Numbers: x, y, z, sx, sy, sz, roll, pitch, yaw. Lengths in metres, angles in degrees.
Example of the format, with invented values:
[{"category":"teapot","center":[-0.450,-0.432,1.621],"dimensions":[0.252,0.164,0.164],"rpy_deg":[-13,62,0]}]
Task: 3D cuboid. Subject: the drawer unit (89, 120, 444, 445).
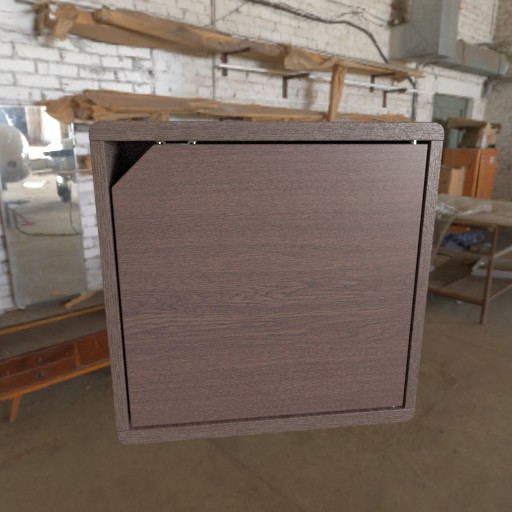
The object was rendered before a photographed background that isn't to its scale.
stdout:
[{"category":"drawer unit","center":[0.000,0.000,0.603],"dimensions":[0.344,0.344,0.290],"rpy_deg":[-2,15,-7]}]
